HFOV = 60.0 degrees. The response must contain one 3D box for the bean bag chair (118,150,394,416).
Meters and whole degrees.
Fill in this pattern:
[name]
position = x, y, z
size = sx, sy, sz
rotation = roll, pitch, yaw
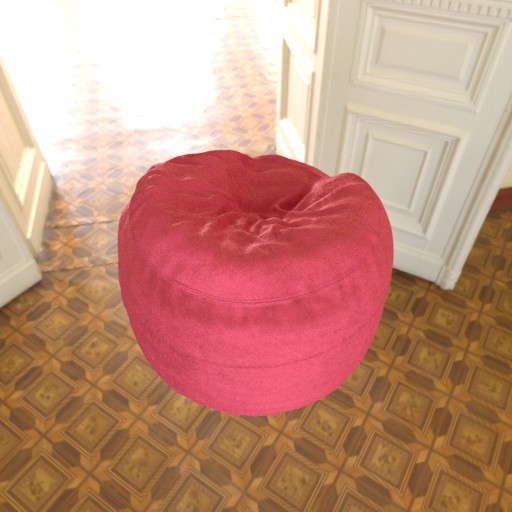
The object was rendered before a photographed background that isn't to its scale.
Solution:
[bean bag chair]
position = 0.000, 0.000, 2.028
size = 1.218, 0.788, 1.218
rotation = 0, 46, 0
